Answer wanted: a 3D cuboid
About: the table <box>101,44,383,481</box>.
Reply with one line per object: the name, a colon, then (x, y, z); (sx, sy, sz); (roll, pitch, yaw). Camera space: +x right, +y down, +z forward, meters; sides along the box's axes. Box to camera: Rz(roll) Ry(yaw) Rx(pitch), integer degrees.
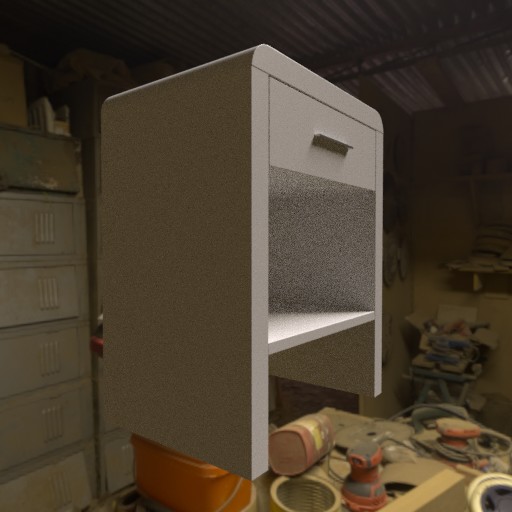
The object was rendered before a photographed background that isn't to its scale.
table: (0.000, 0.000, 0.864); (0.350, 0.590, 0.450); (1, 2, 38)
